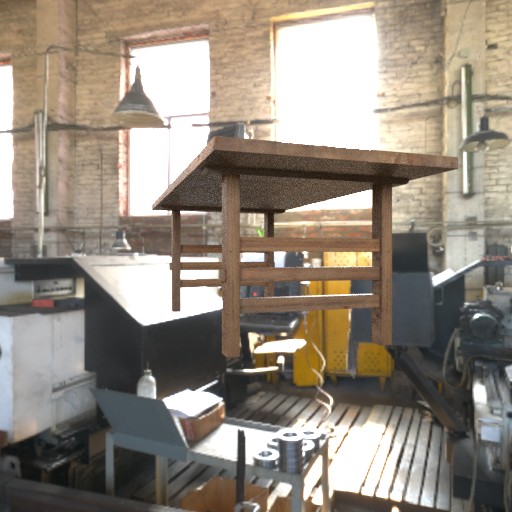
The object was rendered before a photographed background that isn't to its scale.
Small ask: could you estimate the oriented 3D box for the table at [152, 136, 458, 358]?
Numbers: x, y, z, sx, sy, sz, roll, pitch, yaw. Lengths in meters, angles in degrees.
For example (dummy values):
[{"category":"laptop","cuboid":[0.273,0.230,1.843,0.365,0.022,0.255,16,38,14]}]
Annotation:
[{"category":"table","cuboid":[0.000,0.000,2.486,0.952,0.760,2.003,0,0,-19]}]
